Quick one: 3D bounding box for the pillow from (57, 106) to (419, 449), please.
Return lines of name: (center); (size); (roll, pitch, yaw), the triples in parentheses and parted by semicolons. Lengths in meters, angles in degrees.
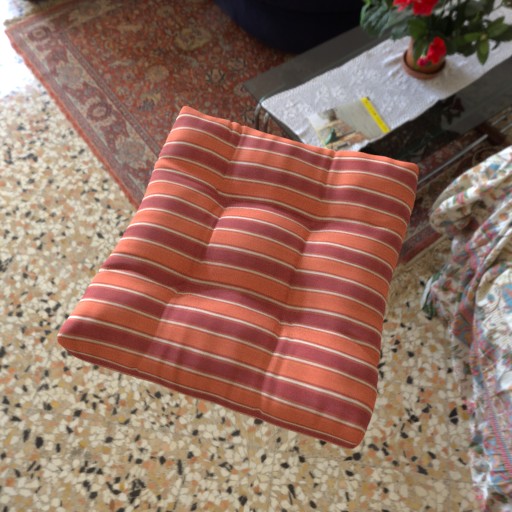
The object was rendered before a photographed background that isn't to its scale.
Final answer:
pillow: (0.000, 0.000, 0.738); (0.468, 0.133, 0.490); (16, 65, 8)
